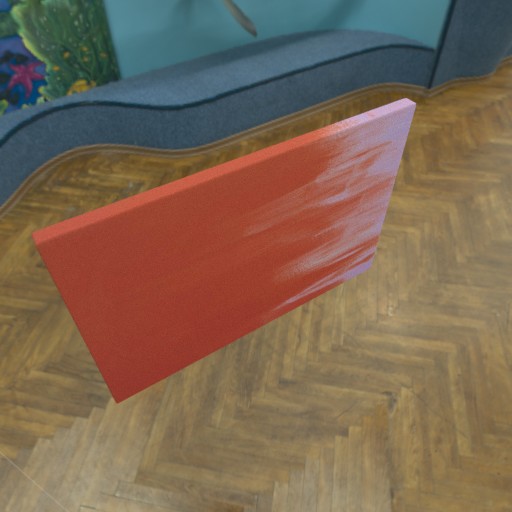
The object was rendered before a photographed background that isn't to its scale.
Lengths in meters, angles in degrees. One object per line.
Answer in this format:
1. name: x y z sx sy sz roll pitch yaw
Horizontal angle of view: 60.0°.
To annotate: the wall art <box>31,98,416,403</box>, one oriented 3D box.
1. wall art: 0.000 0.000 1.151 0.913 0.609 0.040 -25 51 -22
